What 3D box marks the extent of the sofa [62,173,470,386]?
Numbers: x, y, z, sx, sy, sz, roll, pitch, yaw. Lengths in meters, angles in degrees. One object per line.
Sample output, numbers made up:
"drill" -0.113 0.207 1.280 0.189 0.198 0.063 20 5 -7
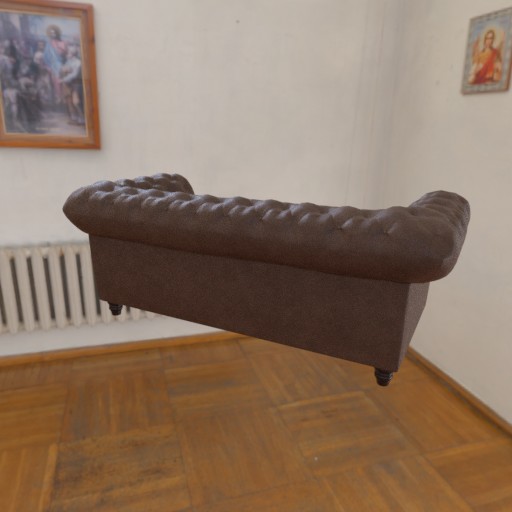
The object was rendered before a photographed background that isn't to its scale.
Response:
"sofa" 0.000 0.000 2.440 2.048 0.784 0.955 9 19 27
